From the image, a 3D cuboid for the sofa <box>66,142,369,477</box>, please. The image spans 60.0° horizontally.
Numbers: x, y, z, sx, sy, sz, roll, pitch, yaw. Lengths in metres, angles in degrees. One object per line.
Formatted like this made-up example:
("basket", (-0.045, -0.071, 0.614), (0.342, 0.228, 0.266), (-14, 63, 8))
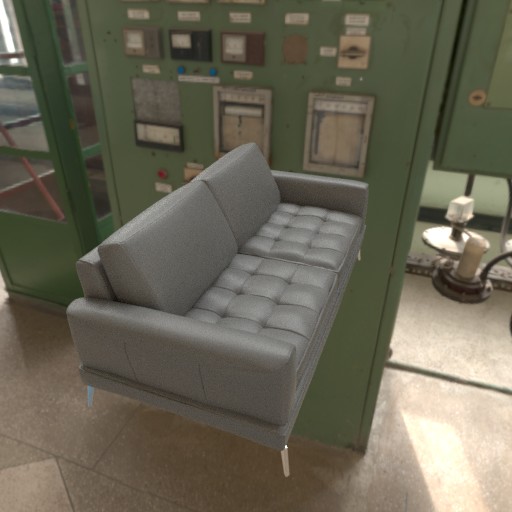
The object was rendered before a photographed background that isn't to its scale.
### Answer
("sofa", (0.000, 0.000, 2.774), (1.121, 0.930, 2.177), (11, 32, 18))
